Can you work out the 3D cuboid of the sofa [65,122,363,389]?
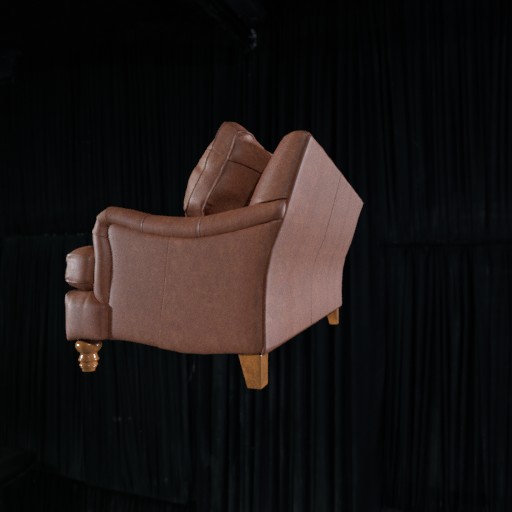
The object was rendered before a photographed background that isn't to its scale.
[{"bbox_3d":[0.000,0.000,2.800,1.147,1.071,2.144,0,-1,19],"label":"sofa"}]
